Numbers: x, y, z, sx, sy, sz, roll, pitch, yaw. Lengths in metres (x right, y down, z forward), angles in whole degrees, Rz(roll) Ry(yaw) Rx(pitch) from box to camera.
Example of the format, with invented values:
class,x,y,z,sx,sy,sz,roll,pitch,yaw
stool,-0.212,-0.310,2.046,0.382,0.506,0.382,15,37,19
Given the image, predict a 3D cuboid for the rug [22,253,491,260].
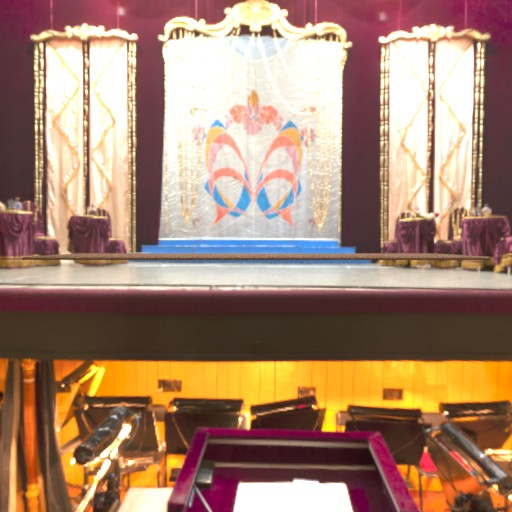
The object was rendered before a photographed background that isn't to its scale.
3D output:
class,x,y,z,sx,sy,sz,roll,pitch,yaw
rug,0.000,0.000,2.490,2.297,0.019,0.659,0,2,0
